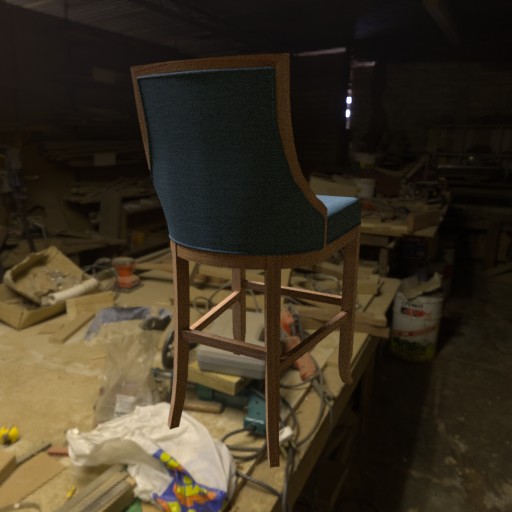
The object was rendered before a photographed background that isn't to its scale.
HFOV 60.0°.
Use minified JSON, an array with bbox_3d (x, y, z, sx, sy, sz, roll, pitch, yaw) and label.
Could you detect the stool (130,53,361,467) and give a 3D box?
[{"bbox_3d":[0.000,0.000,1.431,0.524,1.101,0.626,8,17,27],"label":"stool"}]
